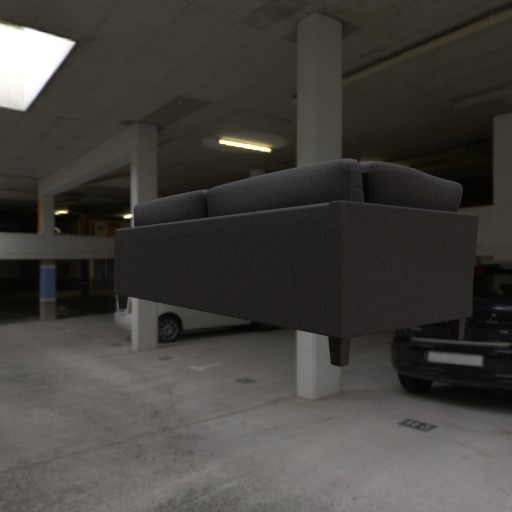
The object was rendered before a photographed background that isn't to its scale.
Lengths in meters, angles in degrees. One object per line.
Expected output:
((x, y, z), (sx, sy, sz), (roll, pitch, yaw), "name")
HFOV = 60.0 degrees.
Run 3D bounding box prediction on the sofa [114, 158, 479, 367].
((0.000, 0.000, 2.738), (0.969, 0.792, 2.312), (0, 0, -38), "sofa")
